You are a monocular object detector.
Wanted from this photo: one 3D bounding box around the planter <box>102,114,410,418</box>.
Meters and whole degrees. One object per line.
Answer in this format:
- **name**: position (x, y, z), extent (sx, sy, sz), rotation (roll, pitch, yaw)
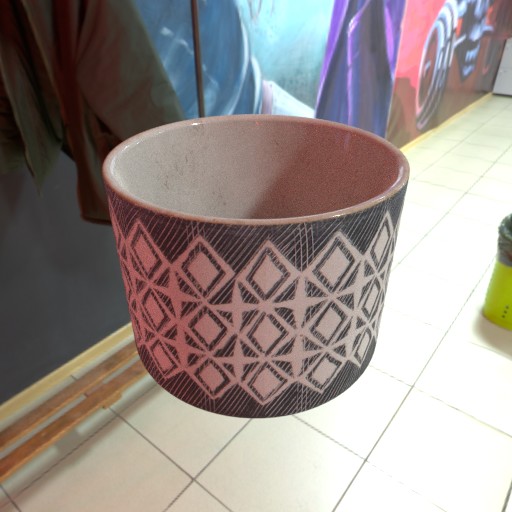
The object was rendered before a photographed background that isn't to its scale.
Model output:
- **planter**: position (0.000, 0.000, 0.217), extent (0.126, 0.104, 0.126), rotation (0, 32, 0)
